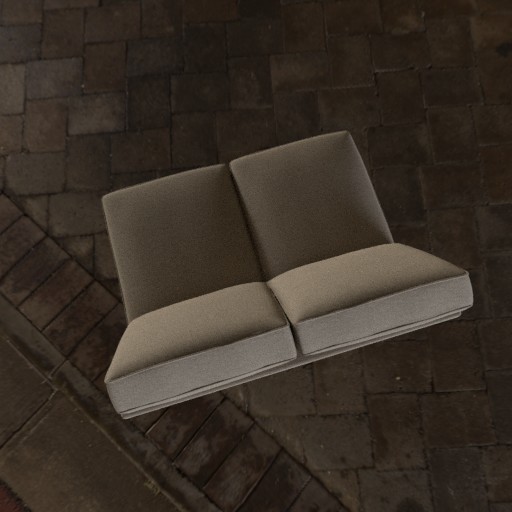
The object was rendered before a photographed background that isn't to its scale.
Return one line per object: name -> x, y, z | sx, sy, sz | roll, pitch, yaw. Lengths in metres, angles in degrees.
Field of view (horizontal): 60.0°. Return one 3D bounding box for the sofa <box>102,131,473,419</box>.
sofa -> 0.000, 0.000, 1.939 | 1.232, 1.006, 0.978 | -16, 77, -4
